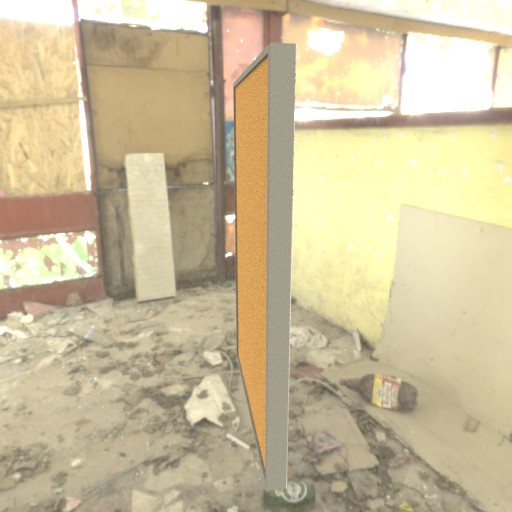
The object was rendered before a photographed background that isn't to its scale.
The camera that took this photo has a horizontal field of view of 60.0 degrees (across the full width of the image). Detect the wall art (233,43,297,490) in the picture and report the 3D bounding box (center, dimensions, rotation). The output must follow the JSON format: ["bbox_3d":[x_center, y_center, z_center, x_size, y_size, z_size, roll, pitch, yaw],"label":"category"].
[{"bbox_3d":[0.000,0.000,0.959,0.039,0.753,0.511,-2,16,-8],"label":"wall art"}]
